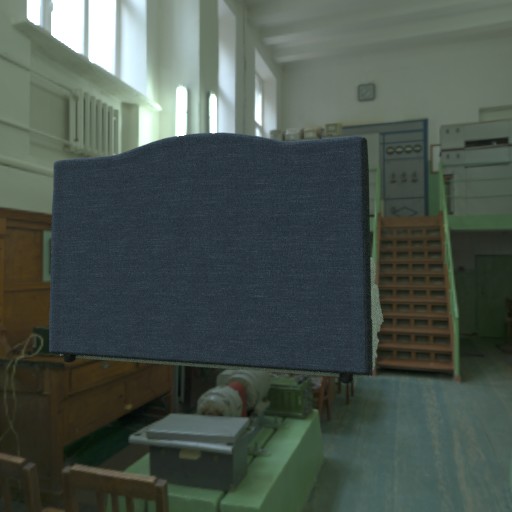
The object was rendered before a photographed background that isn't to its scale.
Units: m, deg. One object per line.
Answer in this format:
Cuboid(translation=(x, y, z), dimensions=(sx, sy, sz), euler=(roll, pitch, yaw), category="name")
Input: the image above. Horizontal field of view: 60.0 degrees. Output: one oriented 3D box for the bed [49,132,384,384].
Cuboid(translation=(0.000, 0.000, 3.957), dimensions=(2.161, 1.457, 2.689), euler=(0, -1, 17), category="bed")
